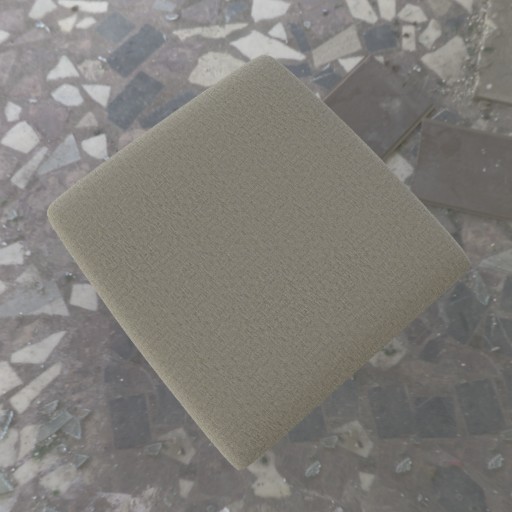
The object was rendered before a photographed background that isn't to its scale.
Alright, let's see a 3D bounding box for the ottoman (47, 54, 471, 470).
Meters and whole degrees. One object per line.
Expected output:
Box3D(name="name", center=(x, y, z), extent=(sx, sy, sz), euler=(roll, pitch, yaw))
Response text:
Box3D(name="ottoman", center=(0.000, 0.000, 1.055), extent=(0.648, 0.399, 0.655), euler=(-39, 79, -9))
